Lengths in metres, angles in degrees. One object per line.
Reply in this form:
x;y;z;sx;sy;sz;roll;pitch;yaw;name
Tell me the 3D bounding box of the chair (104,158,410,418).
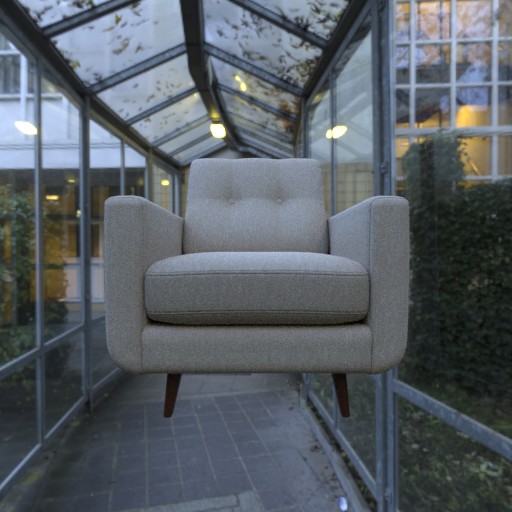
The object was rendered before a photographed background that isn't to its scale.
0.000;0.000;1.805;0.897;0.965;1.128;0;1;0;chair
